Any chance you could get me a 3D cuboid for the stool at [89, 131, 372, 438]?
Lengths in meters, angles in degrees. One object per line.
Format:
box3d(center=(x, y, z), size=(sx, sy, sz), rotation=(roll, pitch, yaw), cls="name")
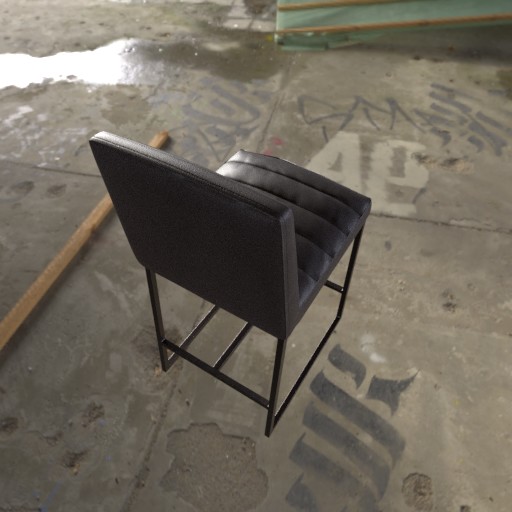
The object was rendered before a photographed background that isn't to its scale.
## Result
box3d(center=(0.000, 0.000, 1.276), size=(0.463, 0.946, 0.562), rotation=(25, 52, 21), cls="stool")
